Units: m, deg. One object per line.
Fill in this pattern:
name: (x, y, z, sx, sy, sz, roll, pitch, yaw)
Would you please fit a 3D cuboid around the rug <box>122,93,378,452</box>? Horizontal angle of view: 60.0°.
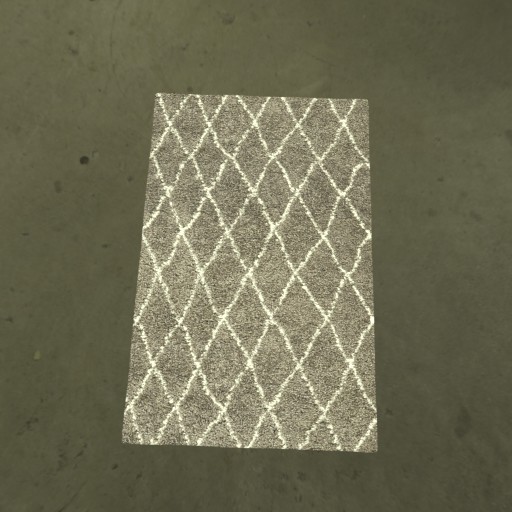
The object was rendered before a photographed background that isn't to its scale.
rug: (0.000, 0.000, 3.391, 1.778, 0.030, 2.743, 2, 77, 0)
